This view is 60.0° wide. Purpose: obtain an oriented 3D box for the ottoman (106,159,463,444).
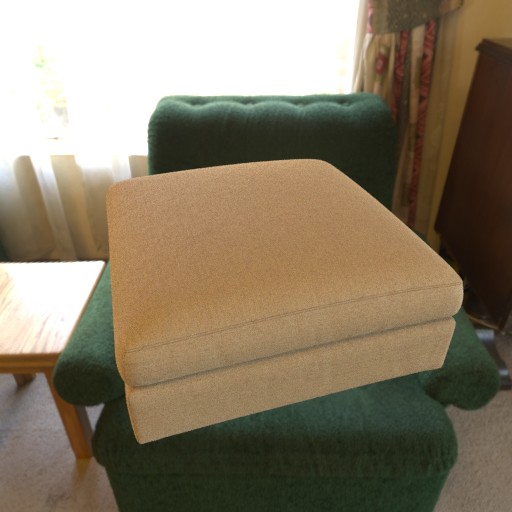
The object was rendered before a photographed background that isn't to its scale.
[{"bbox_3d":[0.000,0.000,1.666,1.041,0.470,1.041,-9,34,-14],"label":"ottoman"}]
